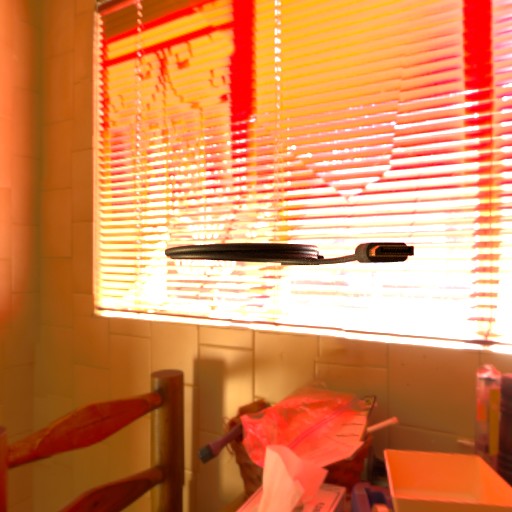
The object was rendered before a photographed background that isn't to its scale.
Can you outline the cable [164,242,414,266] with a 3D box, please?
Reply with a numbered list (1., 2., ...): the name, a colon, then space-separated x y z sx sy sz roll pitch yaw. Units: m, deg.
1. cable: 0.000 0.000 0.329 0.136 0.015 0.281 0 -1 0
